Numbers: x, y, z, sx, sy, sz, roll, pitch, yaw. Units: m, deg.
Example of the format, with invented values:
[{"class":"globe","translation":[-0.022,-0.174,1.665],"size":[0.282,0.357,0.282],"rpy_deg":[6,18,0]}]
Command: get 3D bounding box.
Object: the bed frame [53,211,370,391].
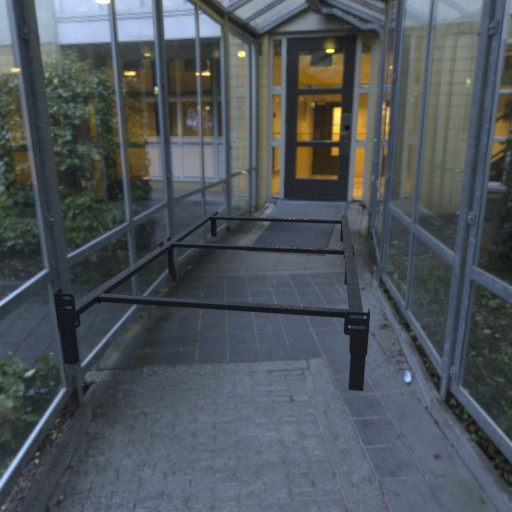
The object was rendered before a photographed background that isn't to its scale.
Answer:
[{"class":"bed frame","translation":[0.000,0.000,2.236],"size":[0.968,0.248,1.897],"rpy_deg":[3,16,9]}]
